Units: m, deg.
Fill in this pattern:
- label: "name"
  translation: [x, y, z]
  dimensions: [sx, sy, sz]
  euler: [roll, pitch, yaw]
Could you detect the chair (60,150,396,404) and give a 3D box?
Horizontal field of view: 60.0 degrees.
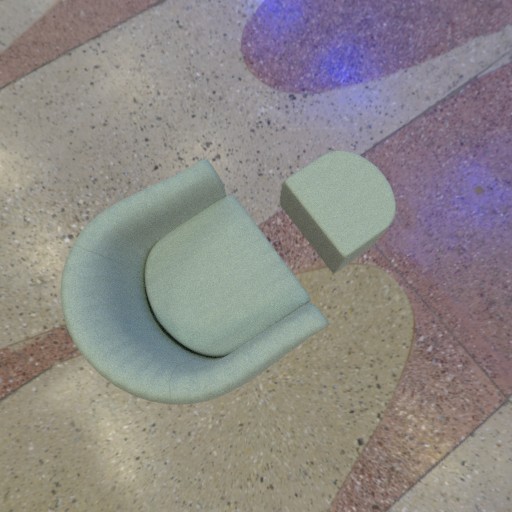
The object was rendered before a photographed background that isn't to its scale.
- label: "chair"
  translation: [0.000, 0.000, 1.730]
  dimensions: [1.288, 0.757, 0.756]
  euler: [-34, 77, -9]
